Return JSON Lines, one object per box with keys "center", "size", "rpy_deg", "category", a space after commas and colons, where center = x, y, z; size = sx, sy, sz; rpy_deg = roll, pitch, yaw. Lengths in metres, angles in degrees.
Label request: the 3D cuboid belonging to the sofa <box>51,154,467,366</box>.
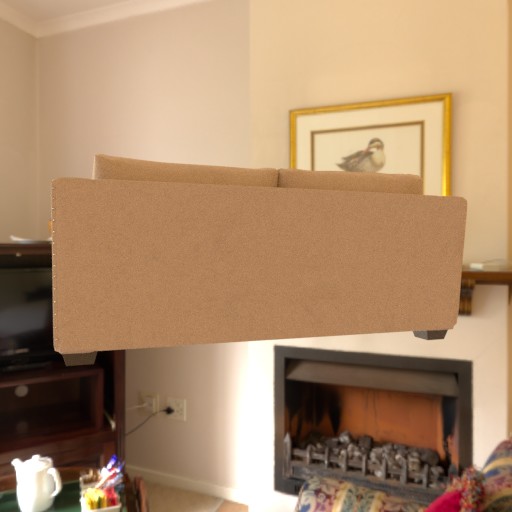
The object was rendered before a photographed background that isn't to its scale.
{"center": [0.000, 0.000, 2.470], "size": [1.967, 0.901, 1.030], "rpy_deg": [0, 0, -18], "category": "sofa"}
